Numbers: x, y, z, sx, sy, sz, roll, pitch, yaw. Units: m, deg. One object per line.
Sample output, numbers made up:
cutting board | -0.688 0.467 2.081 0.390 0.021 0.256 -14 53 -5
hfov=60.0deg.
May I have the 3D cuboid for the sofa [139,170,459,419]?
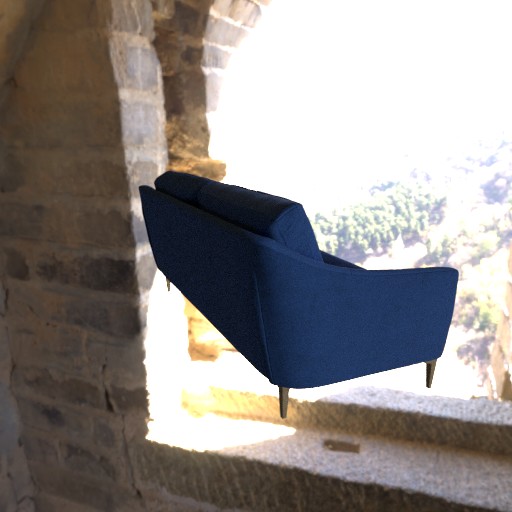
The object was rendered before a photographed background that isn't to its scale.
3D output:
sofa | 0.000 0.000 2.588 0.960 0.903 2.036 -8 18 -26
